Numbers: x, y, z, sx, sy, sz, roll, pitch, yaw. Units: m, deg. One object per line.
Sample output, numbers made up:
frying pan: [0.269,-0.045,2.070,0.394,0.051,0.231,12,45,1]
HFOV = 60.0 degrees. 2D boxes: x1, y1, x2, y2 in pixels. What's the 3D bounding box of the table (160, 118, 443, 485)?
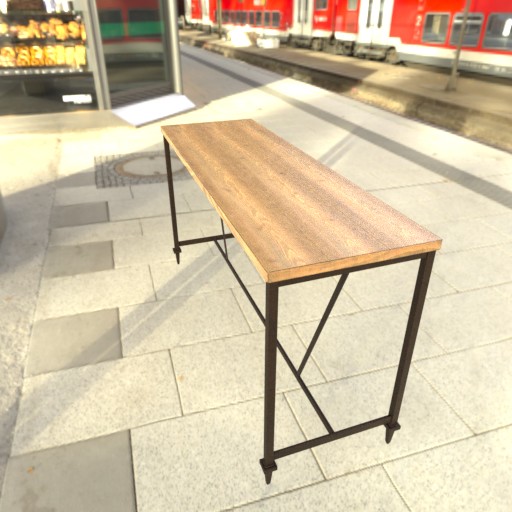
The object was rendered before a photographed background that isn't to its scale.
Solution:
table: [0.000,0.000,2.120,0.551,0.902,1.700,-10,31,-17]
